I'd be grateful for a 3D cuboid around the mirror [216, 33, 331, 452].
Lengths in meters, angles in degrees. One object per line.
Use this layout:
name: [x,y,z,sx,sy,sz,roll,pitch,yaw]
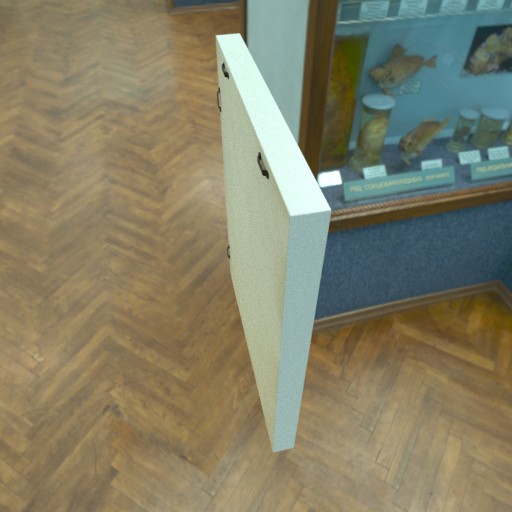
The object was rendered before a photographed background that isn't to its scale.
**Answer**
mirror: [0.000,0.000,0.683,0.041,0.509,0.406,-9,47,-8]
